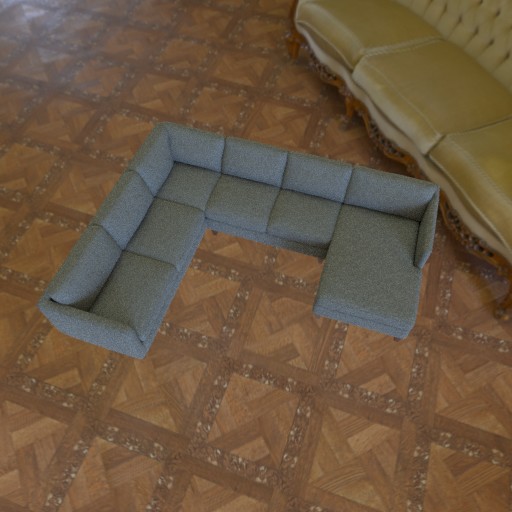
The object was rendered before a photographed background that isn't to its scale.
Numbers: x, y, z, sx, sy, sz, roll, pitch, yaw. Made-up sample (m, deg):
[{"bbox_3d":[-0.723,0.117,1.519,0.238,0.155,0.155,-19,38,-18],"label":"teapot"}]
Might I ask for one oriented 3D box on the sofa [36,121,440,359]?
[{"bbox_3d":[0.000,0.000,4.431,3.238,0.853,2.551,15,58,10],"label":"sofa"}]
